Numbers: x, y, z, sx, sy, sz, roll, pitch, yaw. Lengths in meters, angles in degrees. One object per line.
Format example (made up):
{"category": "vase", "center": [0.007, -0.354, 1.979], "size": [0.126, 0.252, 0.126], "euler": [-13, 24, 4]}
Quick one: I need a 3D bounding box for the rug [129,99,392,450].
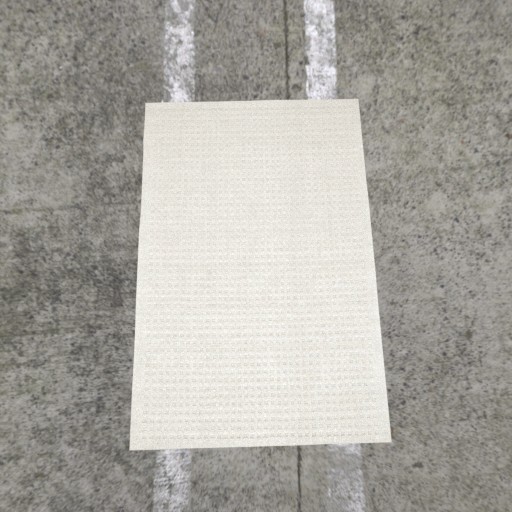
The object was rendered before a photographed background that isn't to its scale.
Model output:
{"category": "rug", "center": [0.000, 0.000, 2.863], "size": [1.523, 0.006, 2.289], "euler": [-1, 75, 0]}
